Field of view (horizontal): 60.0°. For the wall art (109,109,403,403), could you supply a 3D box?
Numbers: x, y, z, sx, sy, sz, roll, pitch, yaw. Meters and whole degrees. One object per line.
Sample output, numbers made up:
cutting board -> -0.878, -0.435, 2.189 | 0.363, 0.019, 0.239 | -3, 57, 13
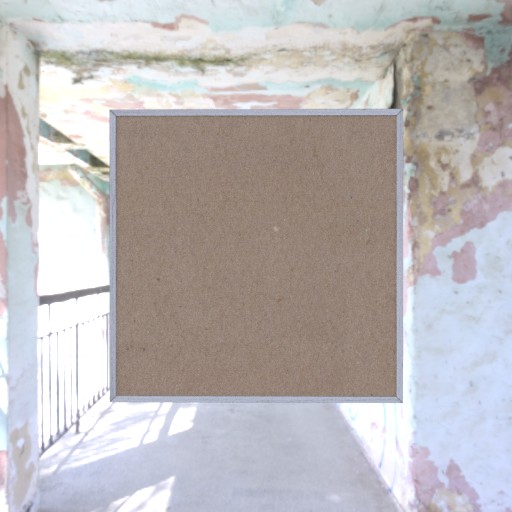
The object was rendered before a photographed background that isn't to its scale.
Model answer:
wall art -> 0.000, 0.000, 0.786 | 0.508, 0.508, 0.038 | 0, 0, 0
